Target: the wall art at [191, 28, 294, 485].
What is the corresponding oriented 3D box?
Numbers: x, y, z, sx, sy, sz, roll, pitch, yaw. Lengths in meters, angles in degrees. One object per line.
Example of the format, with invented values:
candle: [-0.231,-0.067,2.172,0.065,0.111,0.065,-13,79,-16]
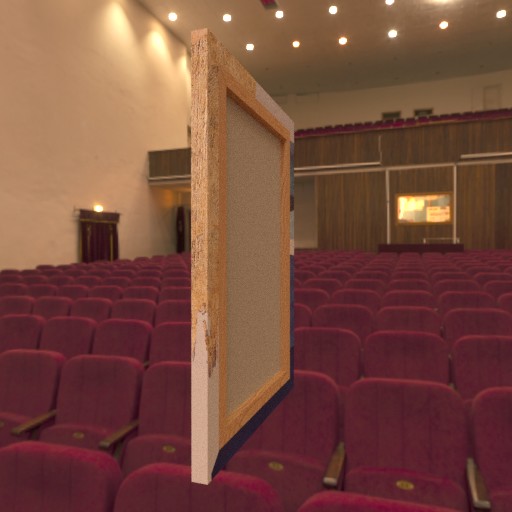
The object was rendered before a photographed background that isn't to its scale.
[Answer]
wall art: [0.000,0.000,0.815,0.026,0.613,0.458,0,0,19]
